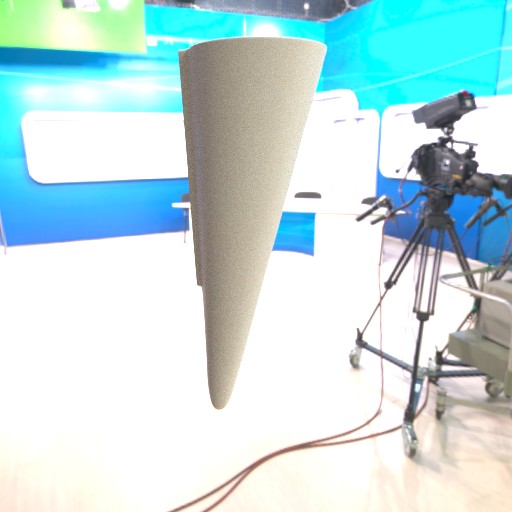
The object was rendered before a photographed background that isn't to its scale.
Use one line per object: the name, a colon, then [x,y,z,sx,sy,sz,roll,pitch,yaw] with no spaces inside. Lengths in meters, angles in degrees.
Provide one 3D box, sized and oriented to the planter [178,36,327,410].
planter: [0.000,0.000,0.226,0.064,0.193,0.057,8,17,26]
